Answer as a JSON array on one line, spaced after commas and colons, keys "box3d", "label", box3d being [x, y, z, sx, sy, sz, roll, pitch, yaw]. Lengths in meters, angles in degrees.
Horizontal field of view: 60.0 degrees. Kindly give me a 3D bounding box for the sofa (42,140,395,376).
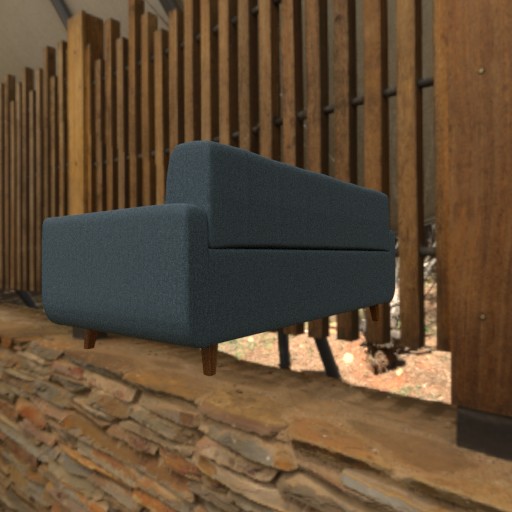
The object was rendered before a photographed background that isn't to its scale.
[{"box3d": [0.000, 0.000, 2.567, 0.942, 0.884, 2.055, 0, 0, 36], "label": "sofa"}]
